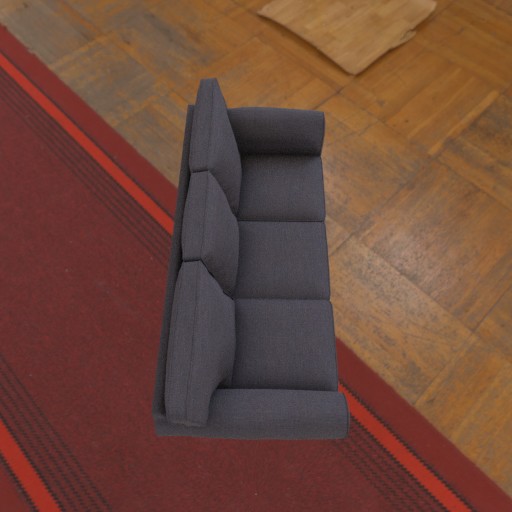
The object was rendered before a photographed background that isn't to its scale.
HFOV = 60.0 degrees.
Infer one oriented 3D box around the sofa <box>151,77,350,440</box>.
[{"bbox_3d":[0.000,0.000,2.669,0.909,0.966,2.084,1,62,0],"label":"sofa"}]
